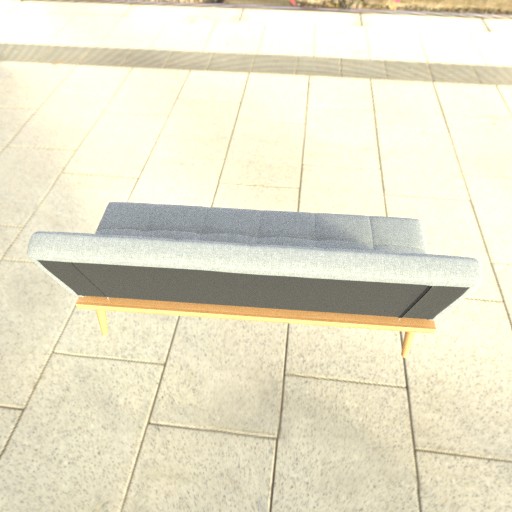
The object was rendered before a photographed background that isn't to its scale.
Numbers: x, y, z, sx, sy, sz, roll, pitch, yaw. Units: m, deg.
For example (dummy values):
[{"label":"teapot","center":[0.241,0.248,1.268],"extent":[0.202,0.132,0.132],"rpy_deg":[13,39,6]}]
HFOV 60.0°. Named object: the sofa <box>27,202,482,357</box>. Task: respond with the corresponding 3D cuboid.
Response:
[{"label":"sofa","center":[0.000,0.000,2.250],"extent":[1.820,0.800,0.800],"rpy_deg":[4,48,3]}]
